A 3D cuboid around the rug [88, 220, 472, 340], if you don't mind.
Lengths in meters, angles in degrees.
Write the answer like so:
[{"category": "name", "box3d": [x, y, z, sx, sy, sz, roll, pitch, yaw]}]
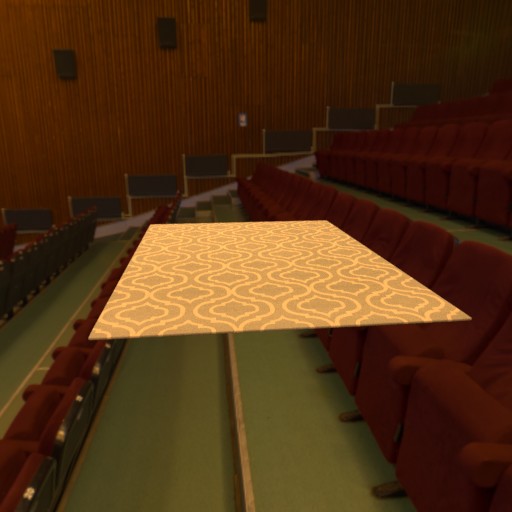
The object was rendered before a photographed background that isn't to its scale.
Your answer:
[{"category": "rug", "box3d": [0.000, 0.000, 2.642, 1.451, 0.010, 2.080, -2, 15, -7]}]
